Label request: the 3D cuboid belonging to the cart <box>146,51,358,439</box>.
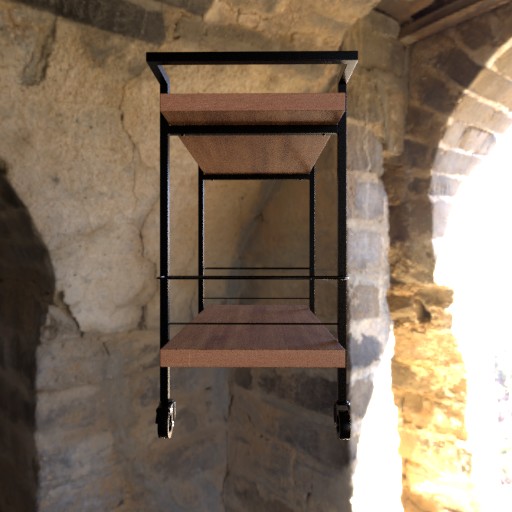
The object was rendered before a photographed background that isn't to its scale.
[{"bbox_3d":[0.000,0.000,1.227,0.406,0.762,0.806,0,0,1],"label":"cart"}]
